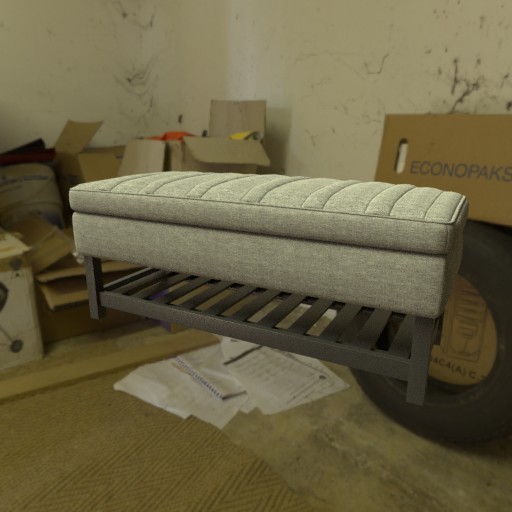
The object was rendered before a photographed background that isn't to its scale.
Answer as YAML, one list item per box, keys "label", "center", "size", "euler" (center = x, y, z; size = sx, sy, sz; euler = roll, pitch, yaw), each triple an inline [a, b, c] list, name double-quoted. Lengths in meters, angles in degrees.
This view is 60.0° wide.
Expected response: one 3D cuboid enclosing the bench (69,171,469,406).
- label: "bench"
  center: [0.000, 0.000, 1.321]
  size: [1.100, 0.470, 0.429]
  euler: [8, 18, 27]
